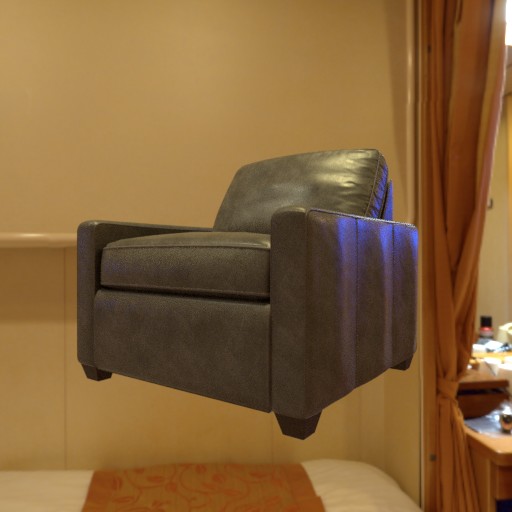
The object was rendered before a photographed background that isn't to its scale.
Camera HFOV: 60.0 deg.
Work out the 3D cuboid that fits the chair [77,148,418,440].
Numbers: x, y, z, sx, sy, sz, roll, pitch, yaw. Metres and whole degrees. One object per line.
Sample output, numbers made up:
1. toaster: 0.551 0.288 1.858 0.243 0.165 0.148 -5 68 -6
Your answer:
1. chair: 0.000 0.000 1.733 1.006 0.916 0.939 0 1 36
